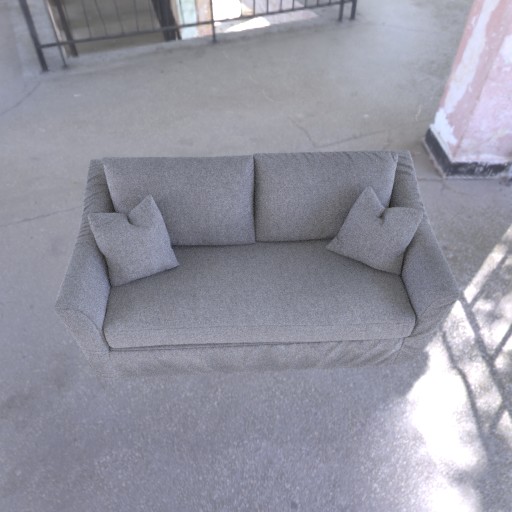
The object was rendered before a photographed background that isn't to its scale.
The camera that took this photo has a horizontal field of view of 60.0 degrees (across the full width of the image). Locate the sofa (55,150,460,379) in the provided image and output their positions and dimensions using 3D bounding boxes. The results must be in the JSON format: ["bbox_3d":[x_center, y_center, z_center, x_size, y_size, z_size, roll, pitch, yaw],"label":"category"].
[{"bbox_3d":[0.000,0.000,2.650,2.010,1.018,1.072,-2,47,-2],"label":"sofa"}]
